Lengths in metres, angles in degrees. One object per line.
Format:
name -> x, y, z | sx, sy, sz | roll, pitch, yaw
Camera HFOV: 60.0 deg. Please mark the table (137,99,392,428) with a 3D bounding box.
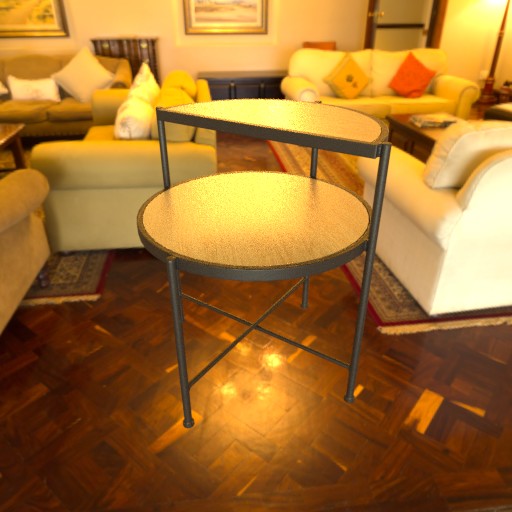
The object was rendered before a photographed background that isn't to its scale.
table -> 0.000, 0.000, 1.156 | 0.629, 0.684, 0.628 | 19, 35, 29
